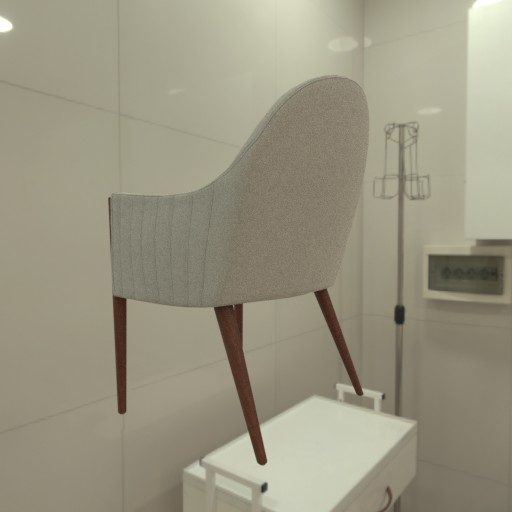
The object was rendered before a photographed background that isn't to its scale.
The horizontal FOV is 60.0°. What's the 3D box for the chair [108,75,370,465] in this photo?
[{"bbox_3d":[0.000,0.000,1.297,0.620,0.889,0.610,1,2,36],"label":"chair"}]
